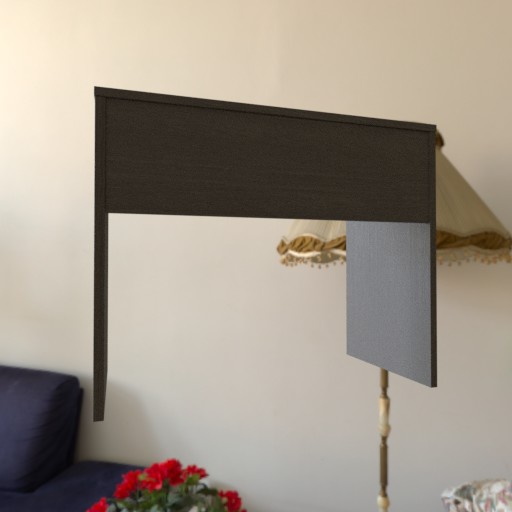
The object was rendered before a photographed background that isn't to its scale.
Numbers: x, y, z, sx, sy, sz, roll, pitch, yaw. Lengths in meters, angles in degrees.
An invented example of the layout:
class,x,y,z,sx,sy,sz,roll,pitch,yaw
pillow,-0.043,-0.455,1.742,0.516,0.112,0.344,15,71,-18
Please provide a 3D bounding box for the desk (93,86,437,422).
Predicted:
class,x,y,z,sx,sy,sz,roll,pitch,yaw
desk,0.000,0.000,1.325,0.893,0.724,0.498,0,-1,-18
